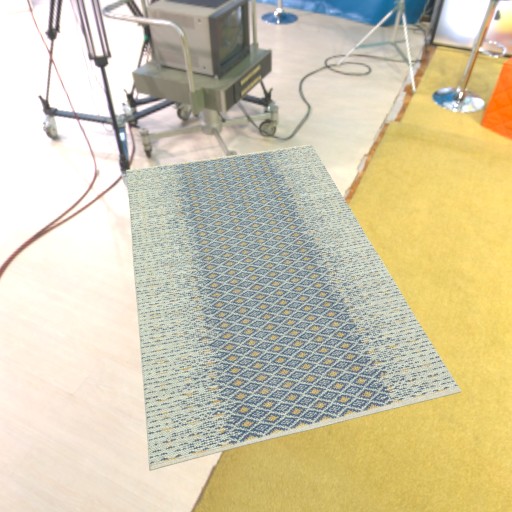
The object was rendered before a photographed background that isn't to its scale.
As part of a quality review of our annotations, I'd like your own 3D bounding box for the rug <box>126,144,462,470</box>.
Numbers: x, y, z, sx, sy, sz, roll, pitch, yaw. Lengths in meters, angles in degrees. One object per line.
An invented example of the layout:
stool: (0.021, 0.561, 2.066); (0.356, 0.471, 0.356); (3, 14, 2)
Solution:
rug: (0.000, 0.000, 2.259); (1.219, 0.005, 1.828); (-10, 47, -10)
